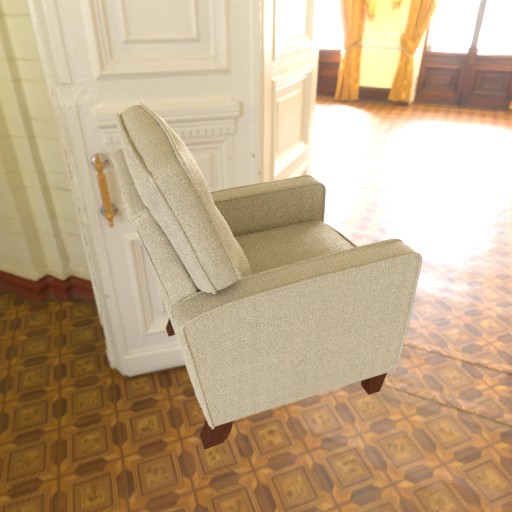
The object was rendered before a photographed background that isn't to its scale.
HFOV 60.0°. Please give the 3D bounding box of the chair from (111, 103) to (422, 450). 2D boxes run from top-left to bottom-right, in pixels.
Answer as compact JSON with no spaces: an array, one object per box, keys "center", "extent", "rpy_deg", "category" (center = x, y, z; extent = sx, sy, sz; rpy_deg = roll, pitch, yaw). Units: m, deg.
[{"center":[0.000,0.000,1.404],"extent":[0.754,0.888,0.648],"rpy_deg":[-11,33,-18],"category":"chair"}]
